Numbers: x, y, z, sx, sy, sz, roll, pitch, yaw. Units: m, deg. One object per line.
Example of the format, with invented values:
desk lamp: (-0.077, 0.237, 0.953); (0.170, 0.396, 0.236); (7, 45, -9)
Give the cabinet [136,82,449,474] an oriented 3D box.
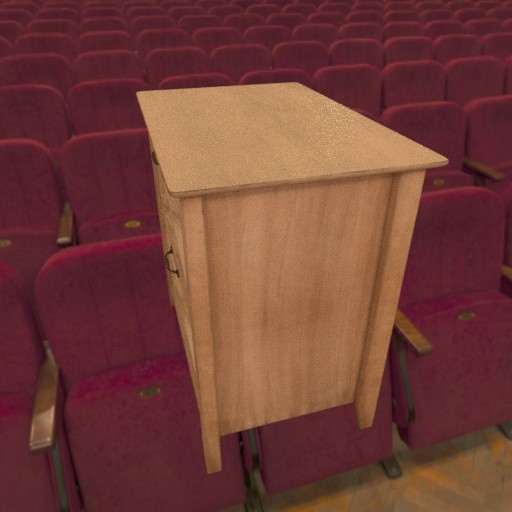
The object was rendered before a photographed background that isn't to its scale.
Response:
cabinet: (0.000, 0.000, 1.239); (0.503, 0.762, 0.763); (-9, 33, -14)
